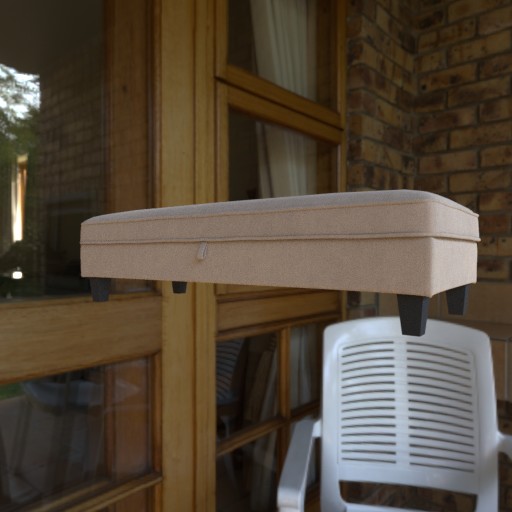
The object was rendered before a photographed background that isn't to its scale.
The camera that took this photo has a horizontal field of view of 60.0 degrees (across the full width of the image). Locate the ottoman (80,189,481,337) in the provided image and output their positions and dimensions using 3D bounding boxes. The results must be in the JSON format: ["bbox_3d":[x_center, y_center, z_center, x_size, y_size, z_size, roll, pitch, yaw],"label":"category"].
[{"bbox_3d":[0.000,0.000,1.987,1.726,0.460,0.735,0,0,36],"label":"ottoman"}]
